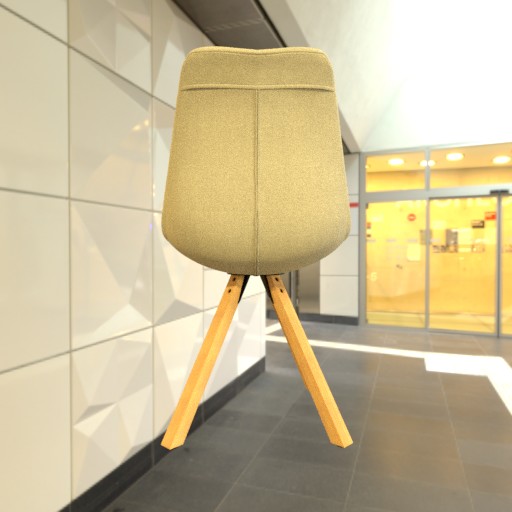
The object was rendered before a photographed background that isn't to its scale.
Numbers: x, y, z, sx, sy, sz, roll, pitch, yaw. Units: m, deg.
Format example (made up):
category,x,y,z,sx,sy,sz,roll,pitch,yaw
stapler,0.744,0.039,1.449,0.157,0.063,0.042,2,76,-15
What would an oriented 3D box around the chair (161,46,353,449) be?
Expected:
category,x,y,z,sx,sy,sz,roll,pitch,yaw
chair,0.000,0.000,1.170,0.474,0.863,0.549,0,1,-1
